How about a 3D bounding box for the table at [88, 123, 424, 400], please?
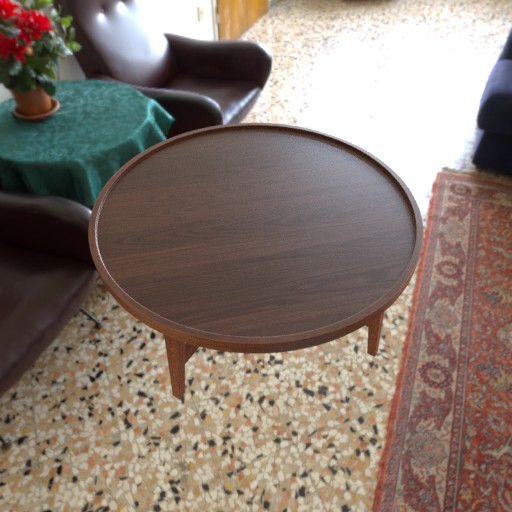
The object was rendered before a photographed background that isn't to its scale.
[{"bbox_3d":[0.000,0.000,1.222,0.800,0.360,0.800,0,46,0],"label":"table"}]
